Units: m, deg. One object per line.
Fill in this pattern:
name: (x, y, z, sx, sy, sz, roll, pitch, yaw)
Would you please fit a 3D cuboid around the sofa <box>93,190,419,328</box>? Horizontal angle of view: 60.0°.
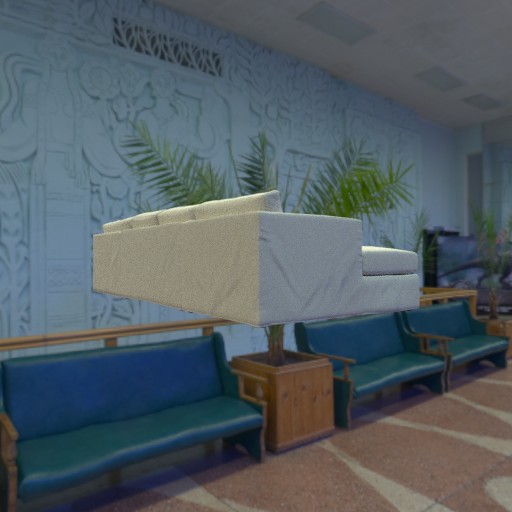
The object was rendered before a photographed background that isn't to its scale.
sofa: (0.000, 0.000, 4.697, 2.448, 0.882, 3.464, 0, 0, -36)
